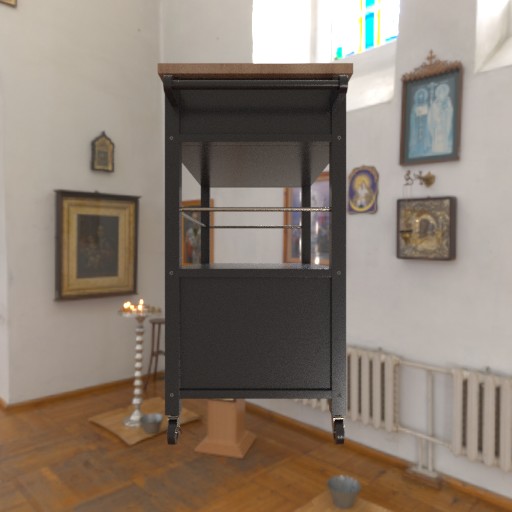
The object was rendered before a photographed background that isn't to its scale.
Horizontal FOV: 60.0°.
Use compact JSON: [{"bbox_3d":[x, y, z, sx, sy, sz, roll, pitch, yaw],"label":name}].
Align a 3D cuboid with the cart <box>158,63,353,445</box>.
[{"bbox_3d":[0.000,0.000,1.377,0.459,0.901,0.840,0,0,0],"label":"cart"}]
